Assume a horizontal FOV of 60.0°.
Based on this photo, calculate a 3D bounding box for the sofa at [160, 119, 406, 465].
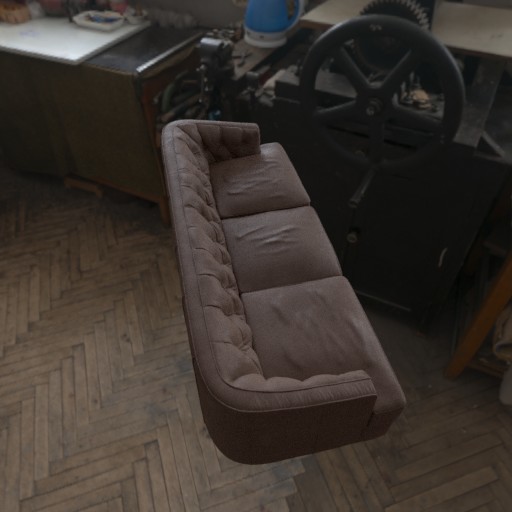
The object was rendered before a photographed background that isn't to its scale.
[{"bbox_3d":[0.000,0.000,2.659,0.927,0.787,2.227,-9,46,-9],"label":"sofa"}]
